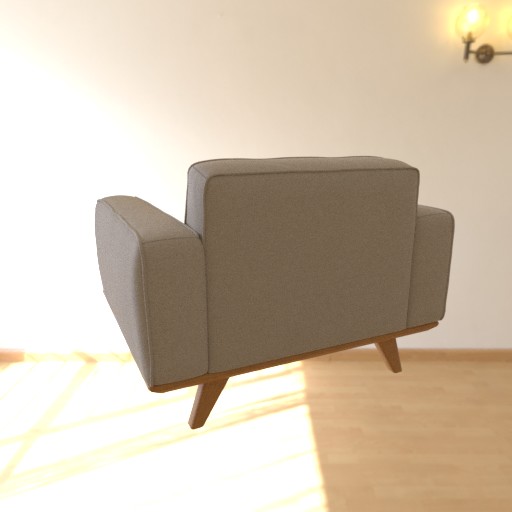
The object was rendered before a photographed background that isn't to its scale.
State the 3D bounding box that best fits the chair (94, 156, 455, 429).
[{"bbox_3d":[0.000,0.000,1.734,1.115,0.779,0.953,-7,16,-24],"label":"chair"}]
